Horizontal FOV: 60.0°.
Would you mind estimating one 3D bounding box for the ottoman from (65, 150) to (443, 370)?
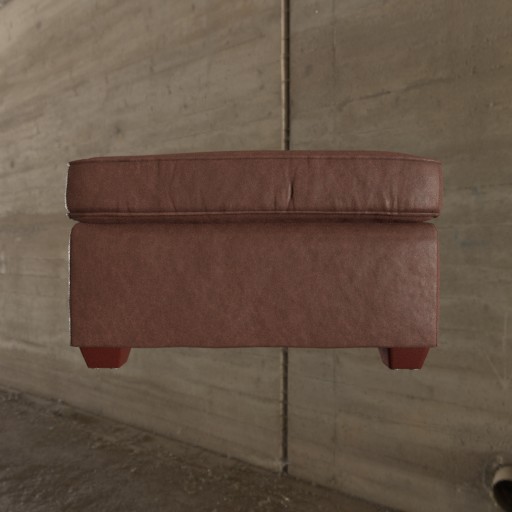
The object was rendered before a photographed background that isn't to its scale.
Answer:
[{"bbox_3d":[0.000,0.000,1.094,0.749,0.449,0.548,0,0,1],"label":"ottoman"}]
